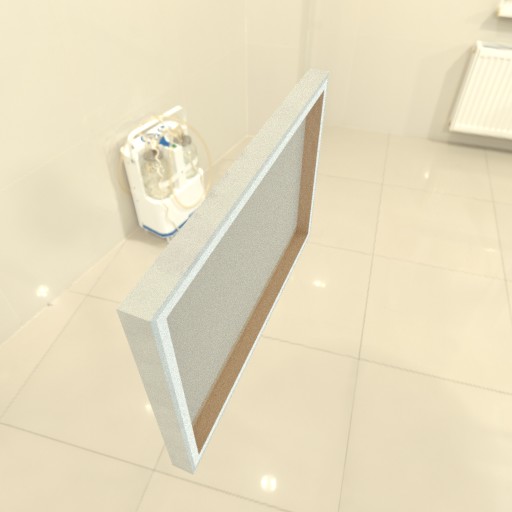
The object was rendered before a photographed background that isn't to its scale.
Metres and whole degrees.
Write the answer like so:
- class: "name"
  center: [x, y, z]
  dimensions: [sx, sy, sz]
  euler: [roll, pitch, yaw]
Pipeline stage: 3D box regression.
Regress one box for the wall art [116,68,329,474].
- class: "wall art"
  center: [0.000, 0.000, 0.763]
  dimensions: [0.038, 0.407, 0.609]
  euler: [16, 48, 16]
